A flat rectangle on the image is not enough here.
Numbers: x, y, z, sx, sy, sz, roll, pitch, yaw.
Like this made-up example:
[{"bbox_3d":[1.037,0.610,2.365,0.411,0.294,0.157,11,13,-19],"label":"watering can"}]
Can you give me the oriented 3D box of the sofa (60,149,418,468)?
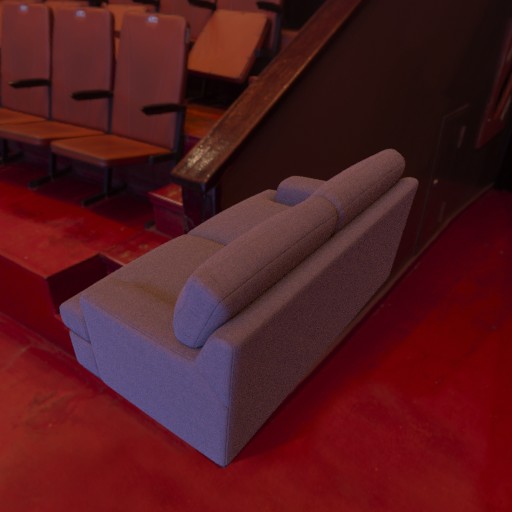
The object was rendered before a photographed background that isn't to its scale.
[{"bbox_3d":[0.000,0.000,2.490,1.140,0.950,1.869,21,37,30],"label":"sofa"}]
